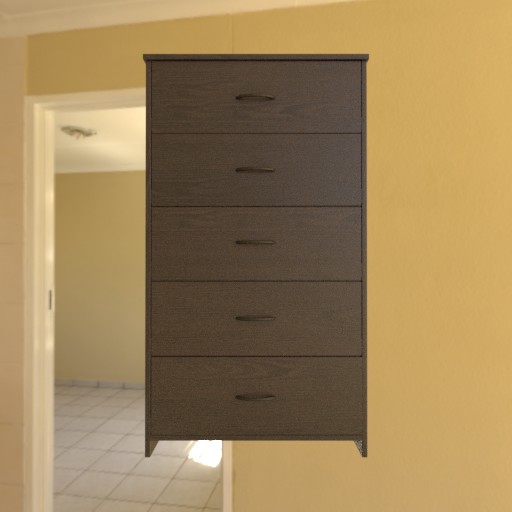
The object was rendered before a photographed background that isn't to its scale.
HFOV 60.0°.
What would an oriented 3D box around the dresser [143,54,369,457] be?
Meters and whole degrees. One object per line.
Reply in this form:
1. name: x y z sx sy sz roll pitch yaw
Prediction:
1. dresser: 0.000 0.000 1.563 0.704 1.254 0.418 0 -1 0
